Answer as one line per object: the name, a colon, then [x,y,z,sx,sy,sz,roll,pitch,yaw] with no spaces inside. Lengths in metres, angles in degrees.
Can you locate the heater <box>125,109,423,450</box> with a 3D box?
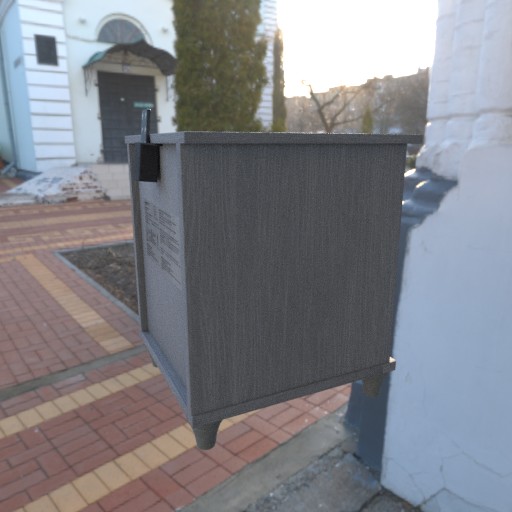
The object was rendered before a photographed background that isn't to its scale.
heater: [0.000,0.000,0.782,0.400,0.481,0.362,-7,16,-25]
